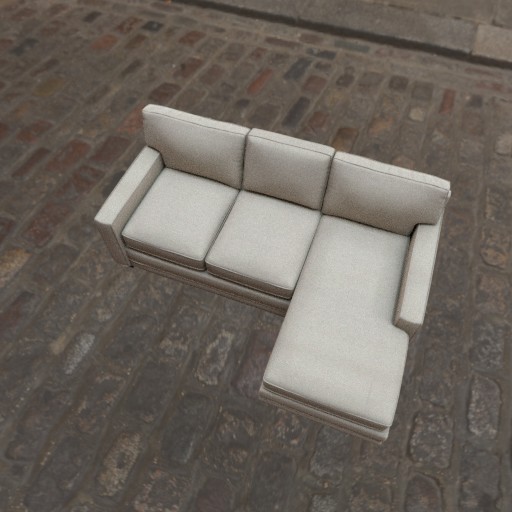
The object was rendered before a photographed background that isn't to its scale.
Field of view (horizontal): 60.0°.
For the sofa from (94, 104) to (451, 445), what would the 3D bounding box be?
[{"bbox_3d":[0.000,0.000,2.810,2.087,0.861,1.496,17,59,11],"label":"sofa"}]
